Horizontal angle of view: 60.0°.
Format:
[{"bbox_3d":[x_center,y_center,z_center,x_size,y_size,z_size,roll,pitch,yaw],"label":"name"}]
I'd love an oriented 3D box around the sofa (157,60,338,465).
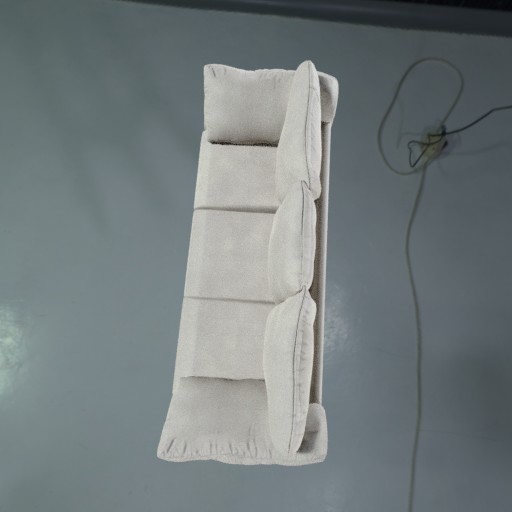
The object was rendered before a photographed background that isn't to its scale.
[{"bbox_3d":[0.000,0.000,2.775,0.878,0.996,2.334,4,75,1],"label":"sofa"}]
